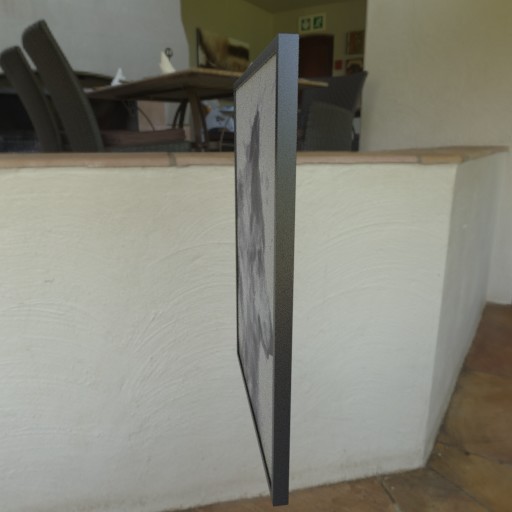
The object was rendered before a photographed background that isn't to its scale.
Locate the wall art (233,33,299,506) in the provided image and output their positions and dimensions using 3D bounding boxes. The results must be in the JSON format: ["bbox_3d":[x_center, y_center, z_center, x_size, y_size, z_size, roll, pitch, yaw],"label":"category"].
[{"bbox_3d":[0.000,0.000,1.339,0.039,1.061,0.804,-2,15,-8],"label":"wall art"}]
